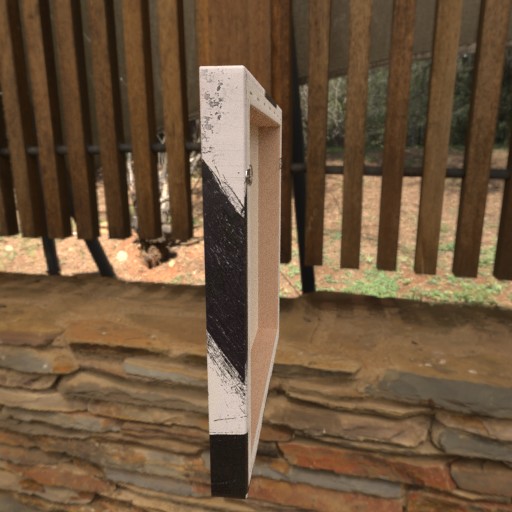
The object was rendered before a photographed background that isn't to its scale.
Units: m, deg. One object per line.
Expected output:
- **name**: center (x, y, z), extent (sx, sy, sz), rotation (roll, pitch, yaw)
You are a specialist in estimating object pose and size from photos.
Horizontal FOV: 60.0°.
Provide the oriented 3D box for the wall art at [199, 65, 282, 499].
- **wall art**: center (0.000, 0.000, 0.740), extent (0.050, 0.508, 0.507), rotation (2, 14, 7)
